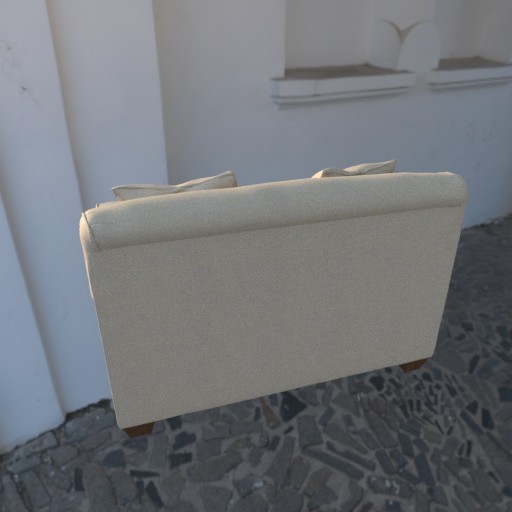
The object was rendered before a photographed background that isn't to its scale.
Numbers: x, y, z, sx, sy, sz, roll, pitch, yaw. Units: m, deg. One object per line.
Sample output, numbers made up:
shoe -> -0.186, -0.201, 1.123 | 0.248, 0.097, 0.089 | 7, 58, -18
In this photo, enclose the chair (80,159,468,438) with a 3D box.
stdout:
chair -> 0.000, 0.000, 2.046 | 1.383, 0.948, 1.000 | -8, 28, -16
